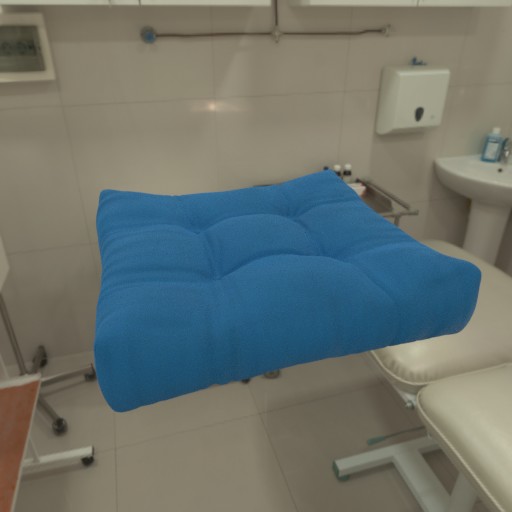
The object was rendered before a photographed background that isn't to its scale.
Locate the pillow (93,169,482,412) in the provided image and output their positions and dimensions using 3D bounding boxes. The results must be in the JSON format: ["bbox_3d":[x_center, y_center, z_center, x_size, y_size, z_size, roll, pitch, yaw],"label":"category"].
[{"bbox_3d":[0.000,0.000,0.713,0.490,0.128,0.468,-8,30,-15],"label":"pillow"}]
